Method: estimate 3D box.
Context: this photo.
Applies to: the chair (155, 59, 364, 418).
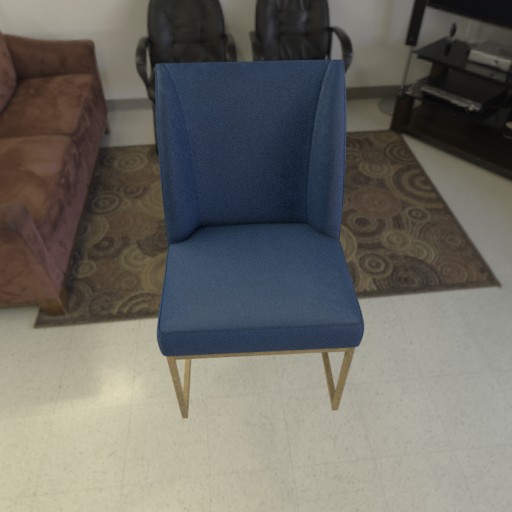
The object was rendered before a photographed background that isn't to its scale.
[{"bbox_3d":[0.000,0.000,1.217,0.508,0.863,0.522,-2,45,-2],"label":"chair"}]
